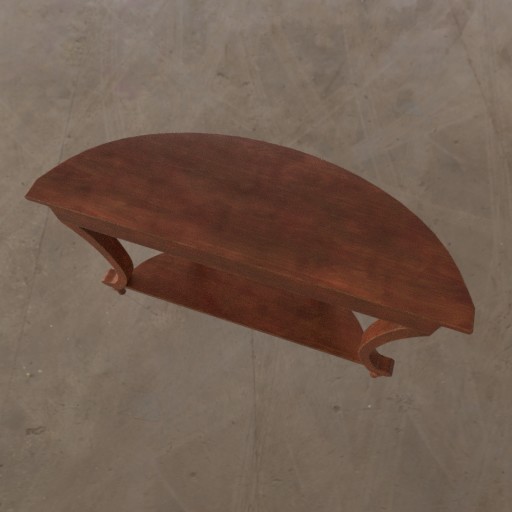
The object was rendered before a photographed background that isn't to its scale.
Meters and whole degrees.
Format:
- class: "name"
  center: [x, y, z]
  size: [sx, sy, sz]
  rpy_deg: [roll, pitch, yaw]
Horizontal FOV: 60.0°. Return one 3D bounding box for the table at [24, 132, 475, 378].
- class: "table"
  center: [0.000, 0.000, 1.512]
  size: [1.198, 0.699, 0.394]
  rpy_deg: [17, 64, 8]
